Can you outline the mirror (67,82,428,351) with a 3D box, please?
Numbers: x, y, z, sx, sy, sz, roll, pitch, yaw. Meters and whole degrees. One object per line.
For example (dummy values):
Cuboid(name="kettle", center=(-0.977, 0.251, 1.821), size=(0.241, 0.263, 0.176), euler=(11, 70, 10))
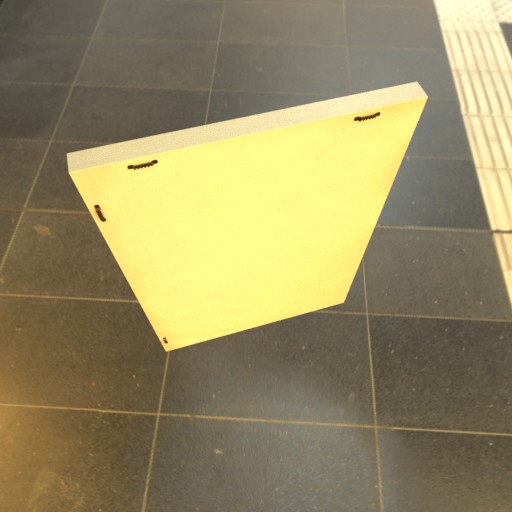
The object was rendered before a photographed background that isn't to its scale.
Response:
Cuboid(name="mirror", center=(0.000, 0.000, 0.914), size=(0.507, 0.710, 0.040), euler=(-14, 61, -8))
